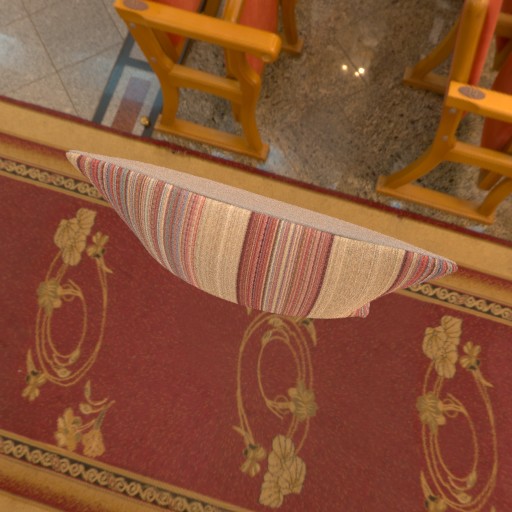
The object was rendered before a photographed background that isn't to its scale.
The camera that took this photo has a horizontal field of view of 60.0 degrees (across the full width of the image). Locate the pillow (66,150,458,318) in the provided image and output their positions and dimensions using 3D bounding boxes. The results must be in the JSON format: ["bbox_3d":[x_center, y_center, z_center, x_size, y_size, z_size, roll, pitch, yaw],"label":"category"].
[{"bbox_3d":[0.000,0.000,0.660,0.437,0.419,0.136,17,76,4],"label":"pillow"}]
